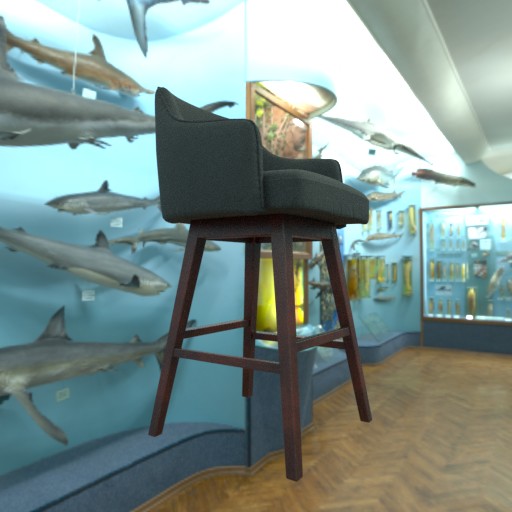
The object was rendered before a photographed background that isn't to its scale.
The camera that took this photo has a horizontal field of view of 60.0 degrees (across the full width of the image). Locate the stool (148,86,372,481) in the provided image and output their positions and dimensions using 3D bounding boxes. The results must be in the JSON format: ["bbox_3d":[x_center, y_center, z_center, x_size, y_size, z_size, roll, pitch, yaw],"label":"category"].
[{"bbox_3d":[0.000,0.000,1.336,0.558,1.012,0.548,-1,-1,35],"label":"stool"}]
